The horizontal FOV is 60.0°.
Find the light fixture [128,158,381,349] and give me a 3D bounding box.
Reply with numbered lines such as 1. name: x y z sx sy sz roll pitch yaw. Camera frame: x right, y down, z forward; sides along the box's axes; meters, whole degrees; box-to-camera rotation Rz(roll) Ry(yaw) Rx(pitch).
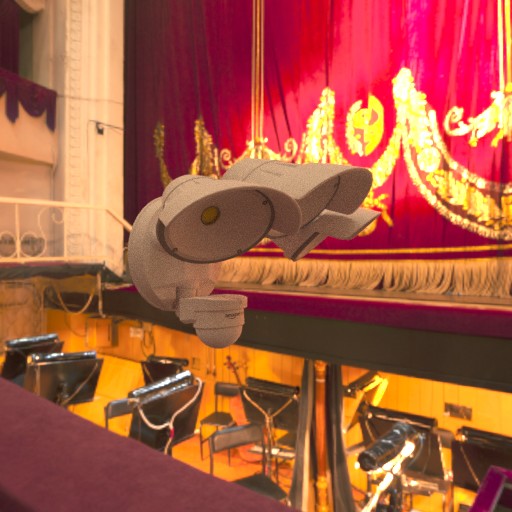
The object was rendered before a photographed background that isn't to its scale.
1. light fixture: 0.000 0.000 0.536 0.278 0.237 0.369 0 0 36
